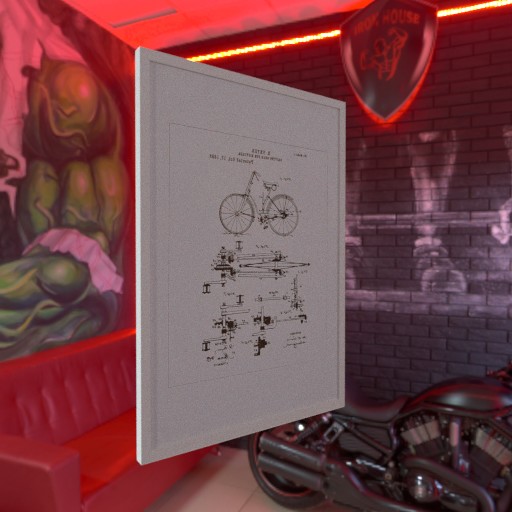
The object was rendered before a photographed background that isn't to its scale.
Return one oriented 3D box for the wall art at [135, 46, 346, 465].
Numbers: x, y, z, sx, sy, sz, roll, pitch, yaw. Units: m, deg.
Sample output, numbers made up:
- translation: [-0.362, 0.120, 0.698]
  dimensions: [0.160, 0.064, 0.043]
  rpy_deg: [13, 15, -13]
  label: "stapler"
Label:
- translation: [0.000, 0.000, 0.606]
  dimensions: [0.332, 0.477, 0.015]
  rpy_deg: [-1, 1, -35]
  label: "wall art"
